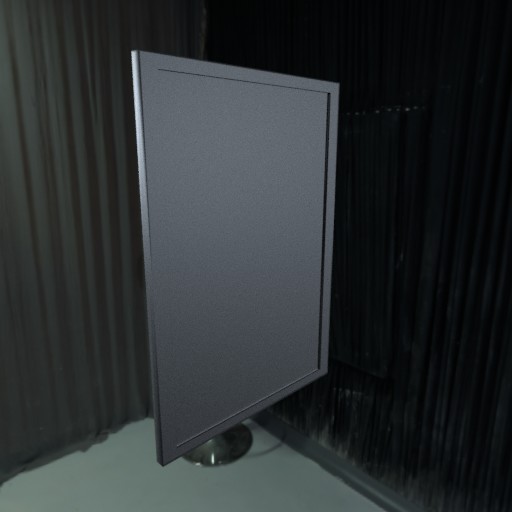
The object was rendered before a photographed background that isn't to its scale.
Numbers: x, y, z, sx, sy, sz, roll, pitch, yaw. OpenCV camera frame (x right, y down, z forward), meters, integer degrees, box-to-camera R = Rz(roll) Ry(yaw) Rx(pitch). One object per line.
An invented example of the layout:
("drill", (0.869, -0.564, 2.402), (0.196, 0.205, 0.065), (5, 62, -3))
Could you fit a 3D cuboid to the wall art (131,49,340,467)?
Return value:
("wall art", (0.000, 0.000, 0.551), (0.303, 0.431, 0.013), (-13, 19, -43))
